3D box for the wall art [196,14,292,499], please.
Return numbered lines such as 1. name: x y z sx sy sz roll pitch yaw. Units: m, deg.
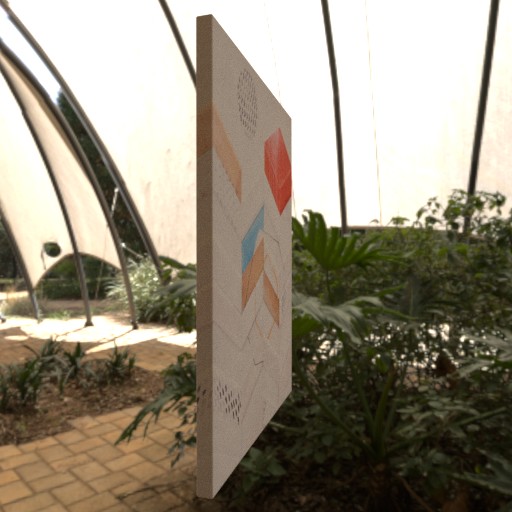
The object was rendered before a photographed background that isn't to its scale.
1. wall art: 0.000 0.000 1.292 0.045 1.014 0.759 0 1 17
